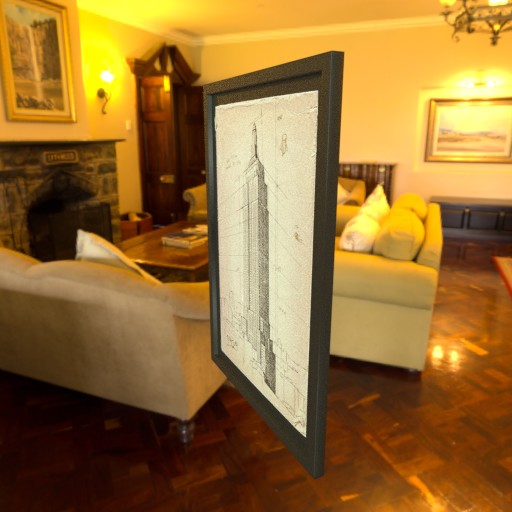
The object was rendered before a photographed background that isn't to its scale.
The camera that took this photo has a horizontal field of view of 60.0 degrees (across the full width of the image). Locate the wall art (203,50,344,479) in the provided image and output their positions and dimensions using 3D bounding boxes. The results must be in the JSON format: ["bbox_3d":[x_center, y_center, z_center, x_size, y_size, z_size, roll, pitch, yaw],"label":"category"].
[{"bbox_3d":[0.000,0.000,0.560,0.013,0.431,0.303,-8,17,-26],"label":"wall art"}]
